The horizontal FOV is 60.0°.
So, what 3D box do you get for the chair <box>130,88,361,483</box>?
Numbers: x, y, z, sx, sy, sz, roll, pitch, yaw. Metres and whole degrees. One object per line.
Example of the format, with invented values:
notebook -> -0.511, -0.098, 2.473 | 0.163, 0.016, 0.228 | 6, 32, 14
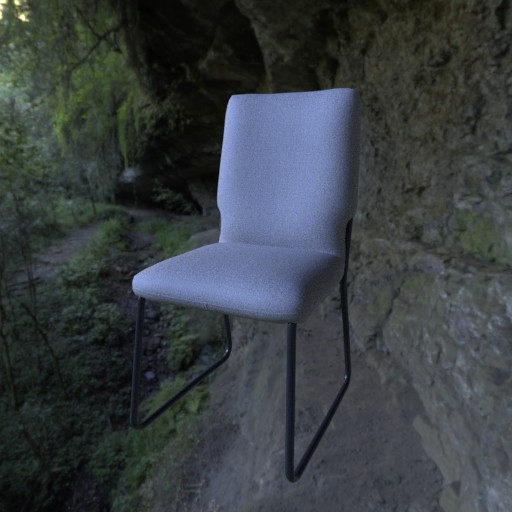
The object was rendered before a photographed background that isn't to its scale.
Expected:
chair -> 0.000, 0.000, 1.162 | 0.448, 0.864, 0.560 | 6, 15, 25
